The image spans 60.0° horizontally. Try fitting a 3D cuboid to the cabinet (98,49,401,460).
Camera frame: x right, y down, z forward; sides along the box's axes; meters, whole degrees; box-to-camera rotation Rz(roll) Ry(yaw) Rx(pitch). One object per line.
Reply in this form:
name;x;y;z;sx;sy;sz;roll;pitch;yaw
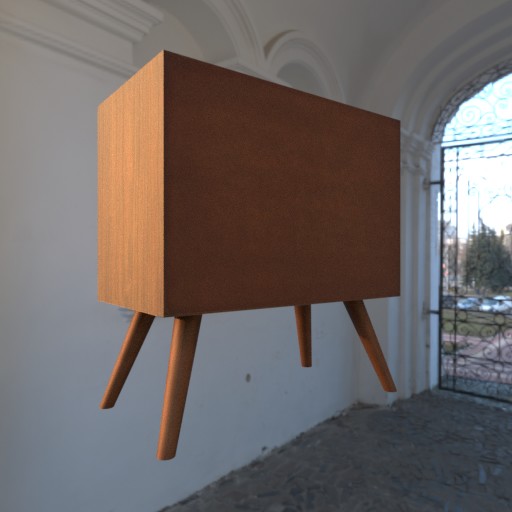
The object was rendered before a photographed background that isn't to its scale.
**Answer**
cabinet;0.000;0.000;1.169;0.712;0.748;0.388;0;0;-37
